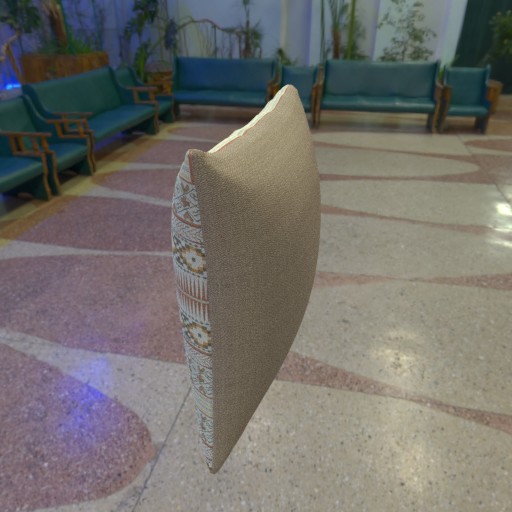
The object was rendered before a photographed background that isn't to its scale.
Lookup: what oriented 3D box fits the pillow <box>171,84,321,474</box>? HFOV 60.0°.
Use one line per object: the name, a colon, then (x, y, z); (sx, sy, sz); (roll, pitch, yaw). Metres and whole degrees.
pillow: (0.000, 0.000, 0.792); (0.215, 0.519, 0.521); (8, 30, 13)
